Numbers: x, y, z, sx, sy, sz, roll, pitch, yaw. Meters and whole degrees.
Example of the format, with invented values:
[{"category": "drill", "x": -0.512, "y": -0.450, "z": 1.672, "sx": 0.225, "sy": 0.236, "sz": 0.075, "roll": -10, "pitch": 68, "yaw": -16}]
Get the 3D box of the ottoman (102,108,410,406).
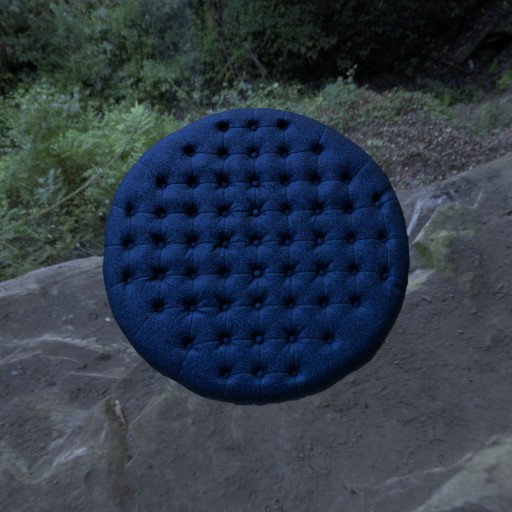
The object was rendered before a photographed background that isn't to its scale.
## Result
[{"category": "ottoman", "x": 0.000, "y": 0.000, "z": 1.551, "sx": 0.998, "sy": 0.398, "sz": 0.998, "roll": 0, "pitch": 76, "yaw": 0}]
